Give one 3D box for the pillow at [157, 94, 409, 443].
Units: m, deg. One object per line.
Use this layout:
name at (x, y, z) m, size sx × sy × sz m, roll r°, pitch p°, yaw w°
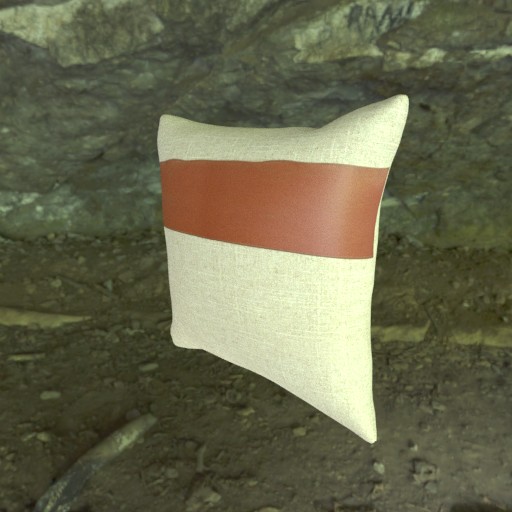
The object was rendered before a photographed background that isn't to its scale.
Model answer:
pillow at (0.000, 0.000, 0.622) m, size 0.414 × 0.399 × 0.173 m, roll 13°, pitch 19°, yaw 42°
